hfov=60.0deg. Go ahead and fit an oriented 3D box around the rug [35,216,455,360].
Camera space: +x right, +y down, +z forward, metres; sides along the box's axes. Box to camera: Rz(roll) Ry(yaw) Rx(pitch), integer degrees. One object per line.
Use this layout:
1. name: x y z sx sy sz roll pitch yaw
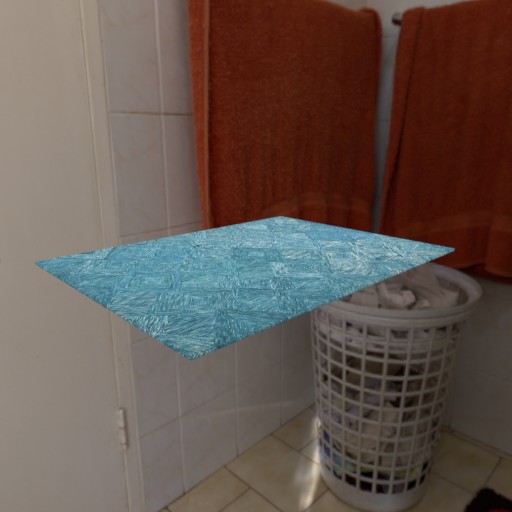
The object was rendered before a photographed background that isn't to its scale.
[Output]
1. rug: 0.000 0.000 4.213 3.217 0.027 2.405 -14 21 -41
